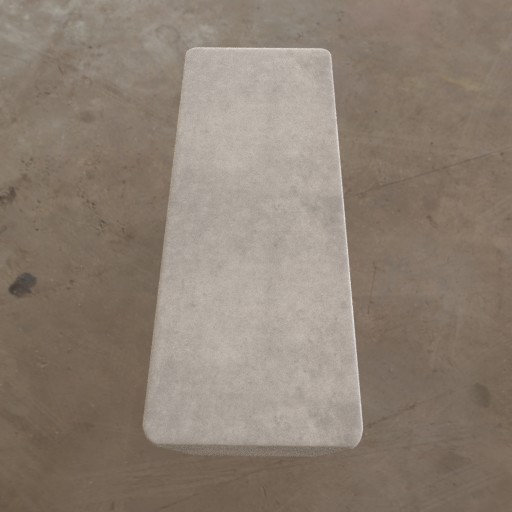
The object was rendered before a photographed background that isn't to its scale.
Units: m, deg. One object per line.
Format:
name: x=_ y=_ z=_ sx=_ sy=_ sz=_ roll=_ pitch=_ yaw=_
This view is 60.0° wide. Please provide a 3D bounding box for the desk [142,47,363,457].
desk: x=0.000 y=0.000 z=1.724 sx=0.550 sy=0.755 sz=1.400 roll=1 pitch=64 yaw=0
